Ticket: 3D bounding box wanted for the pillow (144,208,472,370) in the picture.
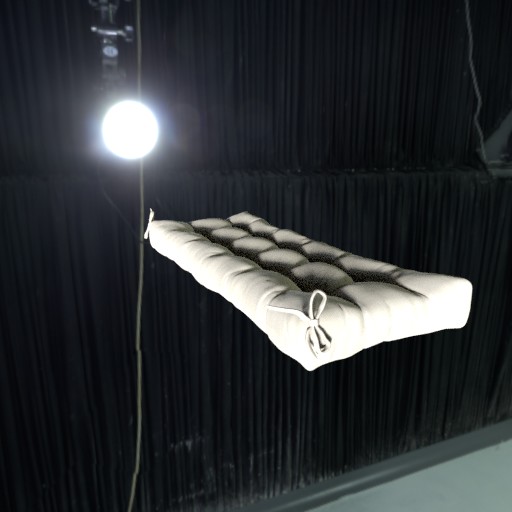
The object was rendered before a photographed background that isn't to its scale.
[{"bbox_3d":[0.000,0.000,1.350,0.511,0.174,1.194,-7,16,-27],"label":"pillow"}]
